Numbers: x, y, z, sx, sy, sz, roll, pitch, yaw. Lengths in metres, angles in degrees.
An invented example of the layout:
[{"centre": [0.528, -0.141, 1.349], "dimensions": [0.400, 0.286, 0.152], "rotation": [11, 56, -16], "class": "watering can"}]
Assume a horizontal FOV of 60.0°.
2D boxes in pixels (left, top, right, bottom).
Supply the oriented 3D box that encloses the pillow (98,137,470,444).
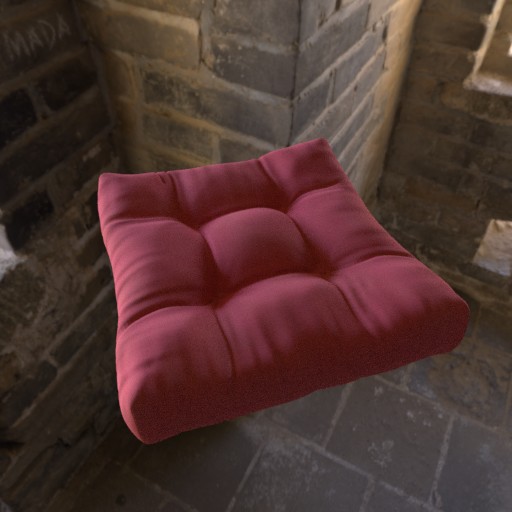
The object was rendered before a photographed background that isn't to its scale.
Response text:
[{"centre": [0.000, 0.000, 0.717], "dimensions": [0.468, 0.128, 0.490], "rotation": [-13, 45, -13], "class": "pillow"}]
